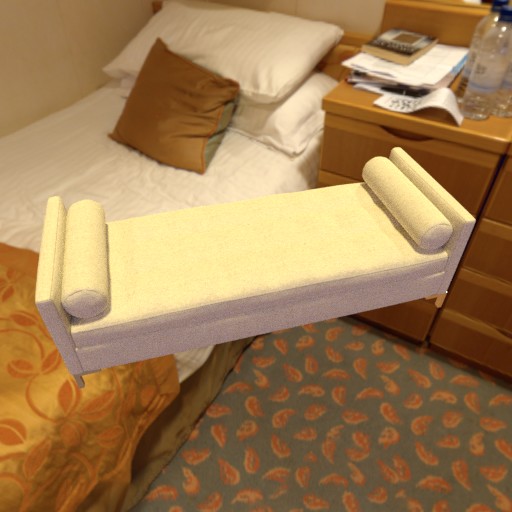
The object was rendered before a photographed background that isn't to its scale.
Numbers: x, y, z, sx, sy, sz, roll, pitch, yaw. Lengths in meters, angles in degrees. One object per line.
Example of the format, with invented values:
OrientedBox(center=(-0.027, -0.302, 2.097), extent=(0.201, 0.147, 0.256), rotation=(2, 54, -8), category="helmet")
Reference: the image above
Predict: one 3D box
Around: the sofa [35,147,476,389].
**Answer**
OrientedBox(center=(0.000, 0.000, 2.483), extent=(2.102, 0.655, 0.797), rotation=(-10, 43, -11), category="sofa")
